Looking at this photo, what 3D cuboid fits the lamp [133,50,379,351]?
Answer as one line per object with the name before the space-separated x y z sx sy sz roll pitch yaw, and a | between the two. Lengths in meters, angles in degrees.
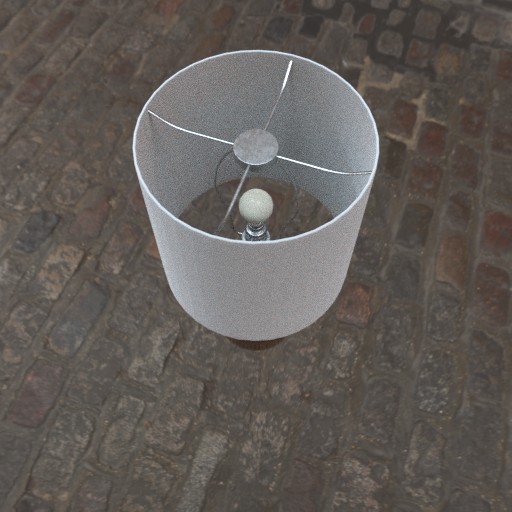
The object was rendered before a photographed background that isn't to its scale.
lamp | 0.000 0.000 0.462 0.186 0.369 0.186 0 64 0
